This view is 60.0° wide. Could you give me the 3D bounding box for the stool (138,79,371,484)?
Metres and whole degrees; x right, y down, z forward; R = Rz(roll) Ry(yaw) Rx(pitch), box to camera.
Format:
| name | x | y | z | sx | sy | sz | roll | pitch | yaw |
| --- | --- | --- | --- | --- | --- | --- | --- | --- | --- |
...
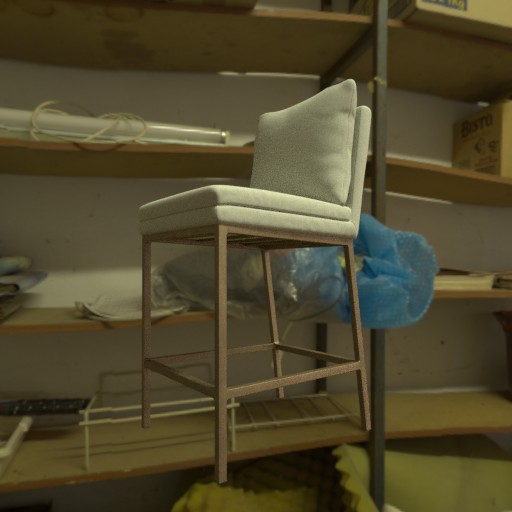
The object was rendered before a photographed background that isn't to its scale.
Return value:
| name | x | y | z | sx | sy | sz | roll | pitch | yaw |
| --- | --- | --- | --- | --- | --- | --- | --- | --- | --- |
| stool | 0.000 | 0.000 | 1.333 | 0.572 | 1.032 | 0.463 | 1 | -1 | -37 |
